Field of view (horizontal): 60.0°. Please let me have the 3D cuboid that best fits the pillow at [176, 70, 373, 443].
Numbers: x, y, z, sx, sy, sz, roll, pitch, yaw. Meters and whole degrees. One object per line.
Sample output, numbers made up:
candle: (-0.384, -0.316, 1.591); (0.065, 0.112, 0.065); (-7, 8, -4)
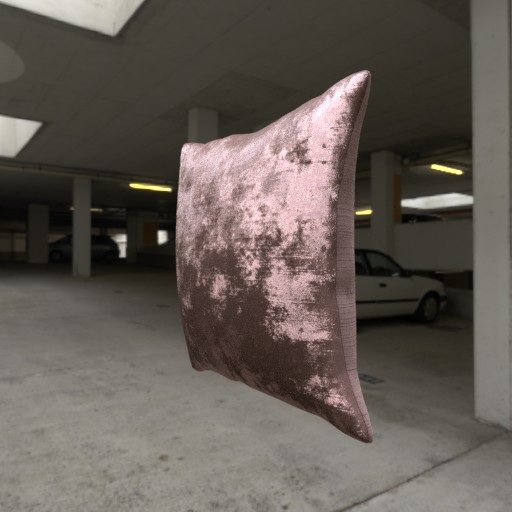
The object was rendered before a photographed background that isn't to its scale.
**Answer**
pillow: (0.000, 0.000, 0.728); (0.175, 0.464, 0.470); (1, -1, -37)
